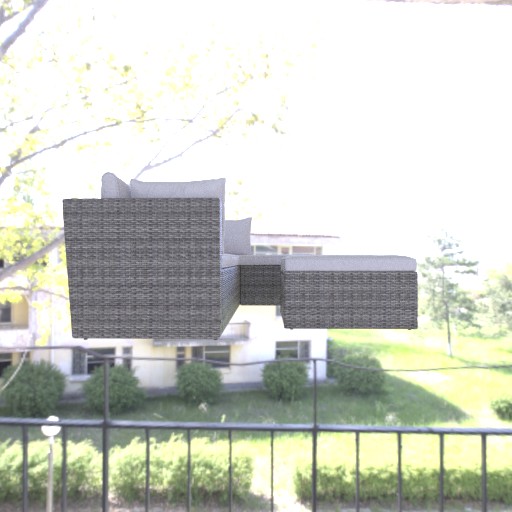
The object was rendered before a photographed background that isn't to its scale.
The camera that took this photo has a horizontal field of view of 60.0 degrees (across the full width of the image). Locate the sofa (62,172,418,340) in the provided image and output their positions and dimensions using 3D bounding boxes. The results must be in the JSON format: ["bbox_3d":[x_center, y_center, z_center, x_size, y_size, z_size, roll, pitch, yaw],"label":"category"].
[{"bbox_3d":[0.000,0.000,3.018,1.662,0.766,2.192,0,0,2],"label":"sofa"}]
